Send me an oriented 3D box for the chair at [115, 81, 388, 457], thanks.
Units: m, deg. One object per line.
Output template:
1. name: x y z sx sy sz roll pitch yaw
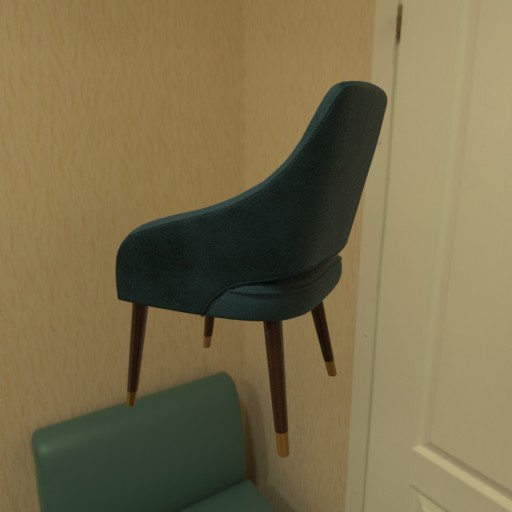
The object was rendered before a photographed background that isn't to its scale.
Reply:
1. chair: 0.000 0.000 1.553 0.794 1.081 0.683 7 16 25
